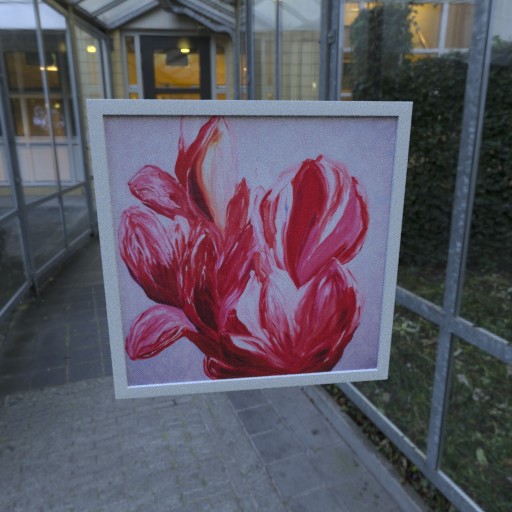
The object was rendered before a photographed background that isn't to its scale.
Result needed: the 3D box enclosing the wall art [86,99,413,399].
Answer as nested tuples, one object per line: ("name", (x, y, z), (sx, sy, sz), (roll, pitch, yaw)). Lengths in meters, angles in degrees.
("wall art", (0.000, 0.000, 0.685), (0.455, 0.453, 0.023), (-2, 16, -7))
